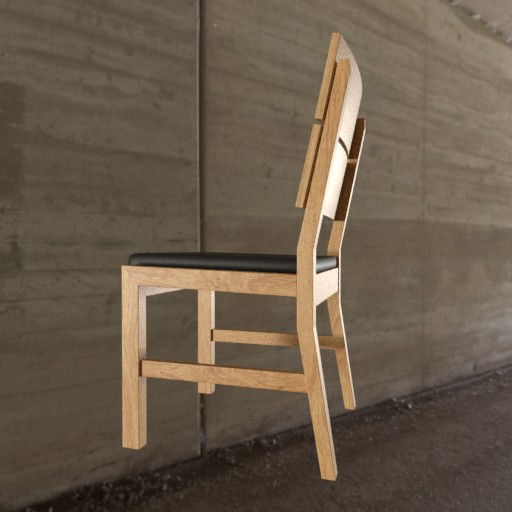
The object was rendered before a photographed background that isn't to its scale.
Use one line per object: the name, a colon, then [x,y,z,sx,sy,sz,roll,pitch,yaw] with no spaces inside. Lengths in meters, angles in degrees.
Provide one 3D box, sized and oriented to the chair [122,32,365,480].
chair: [0.000,0.000,1.241,0.569,0.950,0.475,0,1,18]
